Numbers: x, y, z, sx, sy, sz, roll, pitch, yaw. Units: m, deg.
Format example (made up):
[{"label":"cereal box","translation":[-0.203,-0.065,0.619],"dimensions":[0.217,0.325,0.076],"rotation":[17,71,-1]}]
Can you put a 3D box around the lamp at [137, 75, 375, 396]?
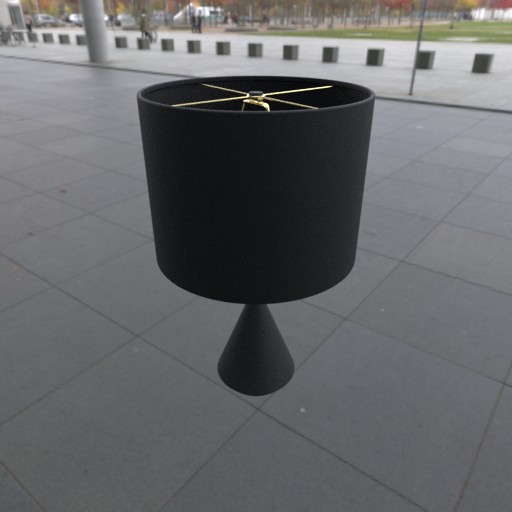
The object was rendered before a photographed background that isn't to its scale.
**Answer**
[{"label":"lamp","translation":[0.000,0.000,0.823],"dimensions":[0.359,0.584,0.359],"rotation":[-20,34,-32]}]
